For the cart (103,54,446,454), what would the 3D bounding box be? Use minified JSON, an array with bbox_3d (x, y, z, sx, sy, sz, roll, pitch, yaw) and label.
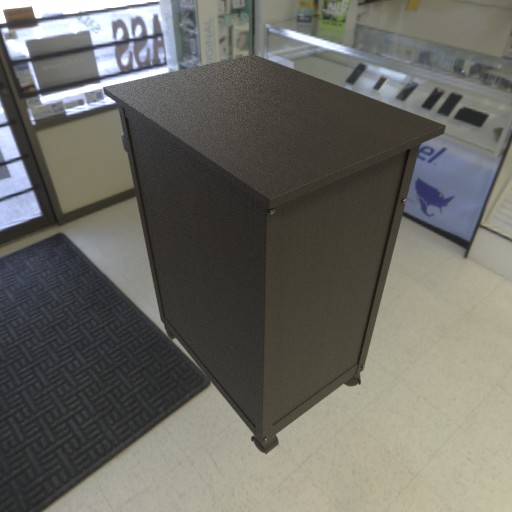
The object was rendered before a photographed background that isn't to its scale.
[{"bbox_3d":[0.000,0.000,1.261,0.456,0.879,0.660,-26,46,-28],"label":"cart"}]
